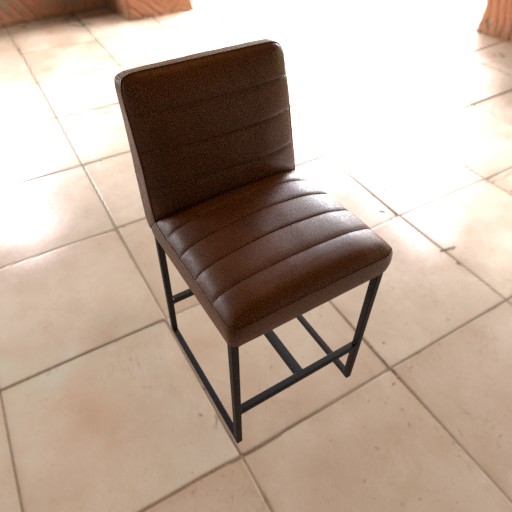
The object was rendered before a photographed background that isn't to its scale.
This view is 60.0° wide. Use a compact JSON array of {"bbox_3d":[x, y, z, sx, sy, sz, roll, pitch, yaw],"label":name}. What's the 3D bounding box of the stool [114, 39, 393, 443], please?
[{"bbox_3d":[0.000,0.000,1.229,0.458,0.940,0.556,-23,50,-21],"label":"stool"}]
